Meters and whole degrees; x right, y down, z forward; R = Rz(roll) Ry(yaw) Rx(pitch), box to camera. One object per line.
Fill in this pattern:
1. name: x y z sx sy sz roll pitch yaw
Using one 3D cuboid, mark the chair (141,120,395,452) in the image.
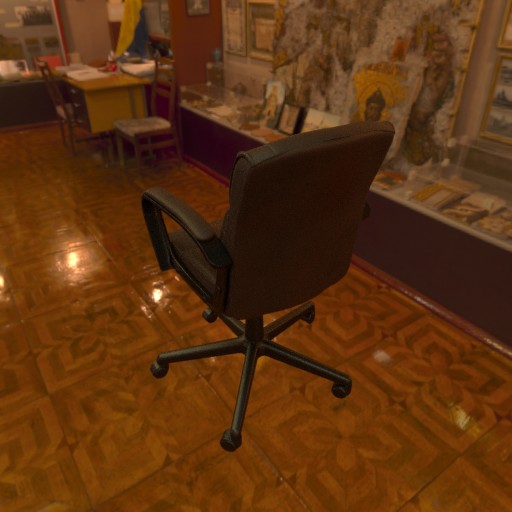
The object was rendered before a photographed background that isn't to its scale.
1. chair: 0.000 0.000 1.480 0.739 1.004 0.717 -19 37 -27
